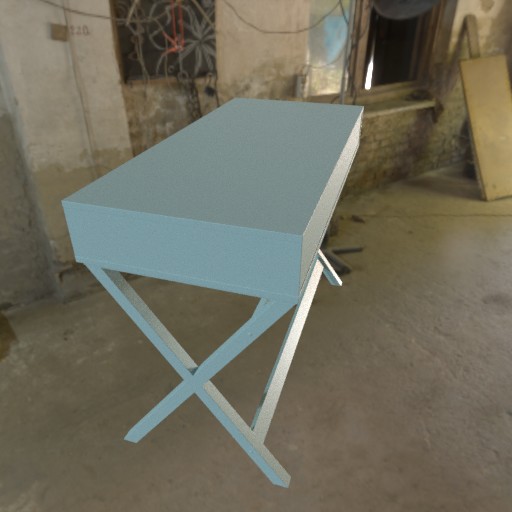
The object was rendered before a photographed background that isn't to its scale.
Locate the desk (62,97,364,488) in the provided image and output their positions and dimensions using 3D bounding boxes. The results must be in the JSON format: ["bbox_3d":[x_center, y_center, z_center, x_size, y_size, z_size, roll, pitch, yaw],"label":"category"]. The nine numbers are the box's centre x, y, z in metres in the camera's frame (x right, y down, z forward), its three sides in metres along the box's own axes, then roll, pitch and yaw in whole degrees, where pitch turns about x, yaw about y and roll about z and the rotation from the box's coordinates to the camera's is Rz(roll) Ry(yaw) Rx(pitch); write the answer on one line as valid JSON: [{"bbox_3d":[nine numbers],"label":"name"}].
[{"bbox_3d":[0.000,0.000,1.476,0.509,0.780,1.059,9,32,15],"label":"desk"}]
